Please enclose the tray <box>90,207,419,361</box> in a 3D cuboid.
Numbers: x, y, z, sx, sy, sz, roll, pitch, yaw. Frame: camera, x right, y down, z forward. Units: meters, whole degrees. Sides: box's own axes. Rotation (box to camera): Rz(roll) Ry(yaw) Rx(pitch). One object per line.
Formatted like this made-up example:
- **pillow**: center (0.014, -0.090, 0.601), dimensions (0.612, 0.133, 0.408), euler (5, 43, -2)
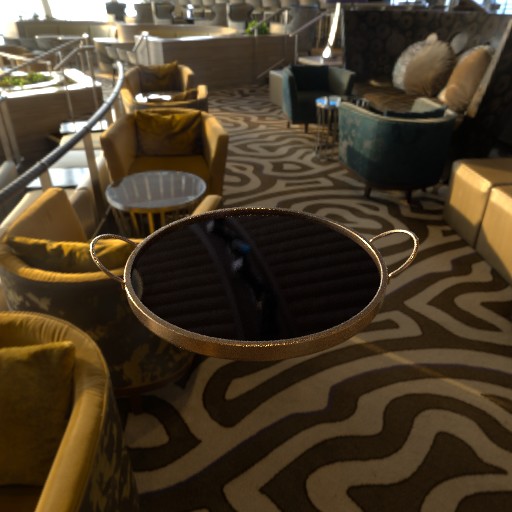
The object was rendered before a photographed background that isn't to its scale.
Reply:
- **tray**: center (0.000, 0.000, 0.757), dimensions (0.543, 0.069, 0.438), euler (-1, 30, -2)
